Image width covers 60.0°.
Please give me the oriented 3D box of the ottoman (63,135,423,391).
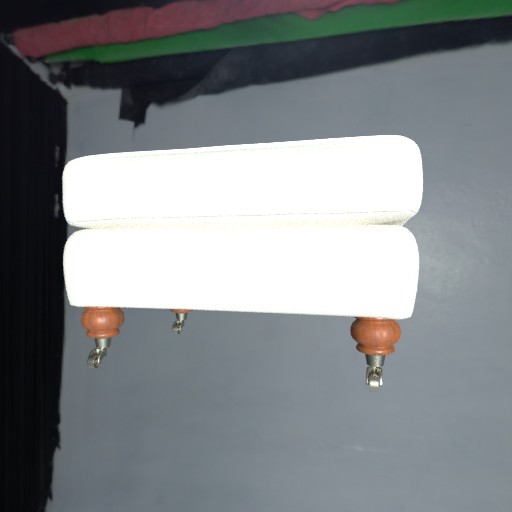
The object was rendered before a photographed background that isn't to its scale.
[{"bbox_3d":[0.000,0.000,1.143,0.773,0.499,0.569,0,1,15],"label":"ottoman"}]
